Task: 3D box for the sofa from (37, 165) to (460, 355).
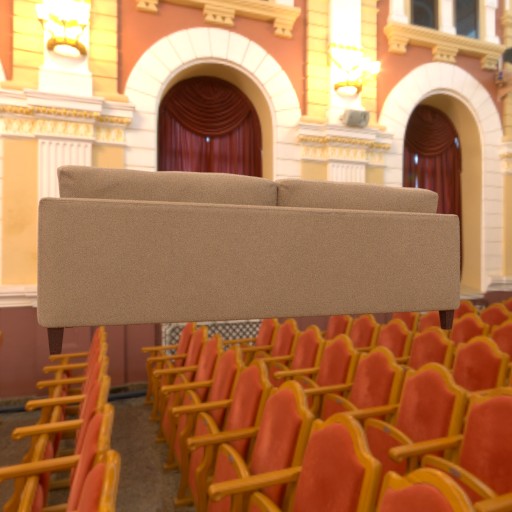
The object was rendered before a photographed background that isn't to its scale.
[{"bbox_3d":[0.000,0.000,2.807,2.404,0.912,0.988,0,-1,-19],"label":"sofa"}]
